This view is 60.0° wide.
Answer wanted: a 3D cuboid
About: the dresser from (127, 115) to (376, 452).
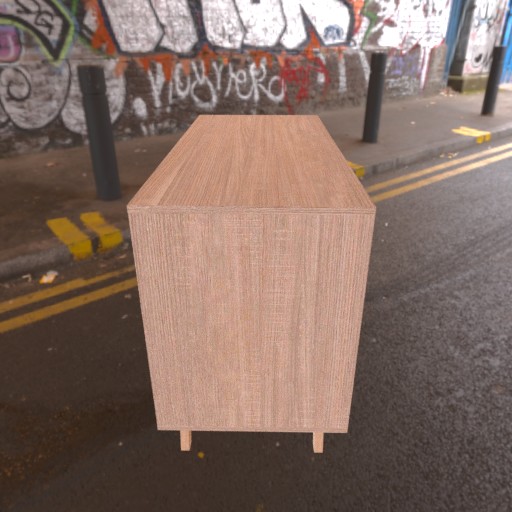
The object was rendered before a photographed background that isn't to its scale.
[{"bbox_3d":[0.000,0.000,1.558,0.500,0.780,1.110,0,27,1],"label":"dresser"}]
